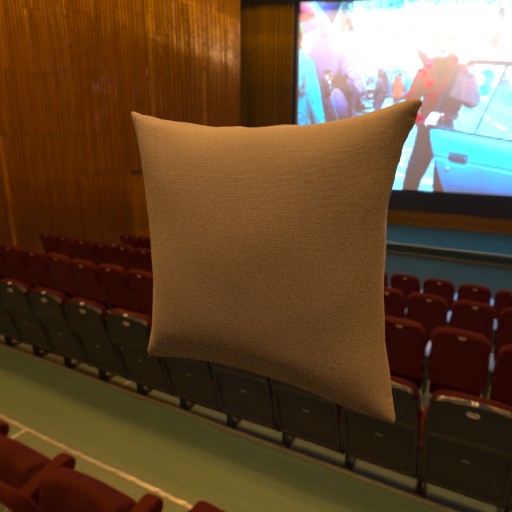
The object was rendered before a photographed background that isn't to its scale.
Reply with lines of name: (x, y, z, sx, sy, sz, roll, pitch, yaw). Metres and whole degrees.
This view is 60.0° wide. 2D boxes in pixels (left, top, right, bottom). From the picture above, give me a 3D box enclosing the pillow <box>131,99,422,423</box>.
pillow: (0.000, 0.000, 0.770, 0.512, 0.497, 0.204, 8, 17, 27)
